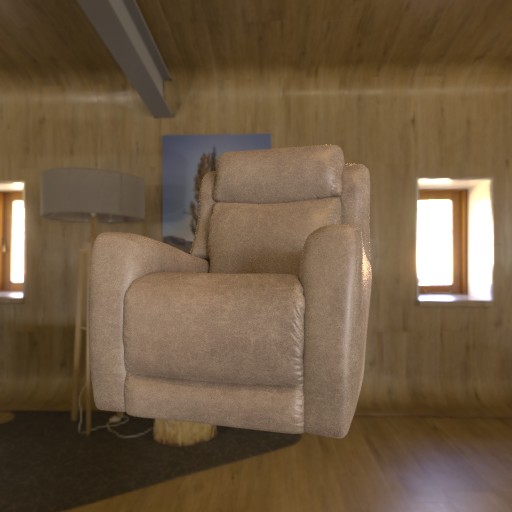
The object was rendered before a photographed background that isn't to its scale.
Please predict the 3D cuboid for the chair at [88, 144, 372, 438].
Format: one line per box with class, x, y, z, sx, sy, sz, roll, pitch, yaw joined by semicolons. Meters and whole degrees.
chair;0.000;0.000;1.914;0.965;1.116;1.068;0;0;18
